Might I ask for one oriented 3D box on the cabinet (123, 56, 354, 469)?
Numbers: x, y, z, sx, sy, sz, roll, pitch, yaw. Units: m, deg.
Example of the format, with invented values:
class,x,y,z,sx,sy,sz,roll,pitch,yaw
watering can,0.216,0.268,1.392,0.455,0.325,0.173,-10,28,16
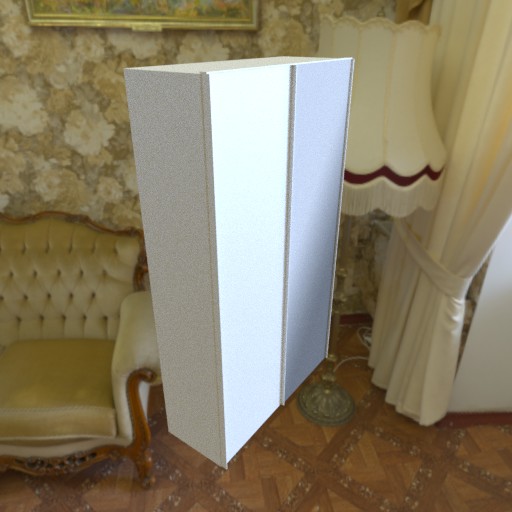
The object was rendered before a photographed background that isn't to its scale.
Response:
class,x,y,z,sx,sy,sz,roll,pitch,yaw
cabinet,0.000,0.000,2.684,0.480,2.160,1.250,18,32,32
